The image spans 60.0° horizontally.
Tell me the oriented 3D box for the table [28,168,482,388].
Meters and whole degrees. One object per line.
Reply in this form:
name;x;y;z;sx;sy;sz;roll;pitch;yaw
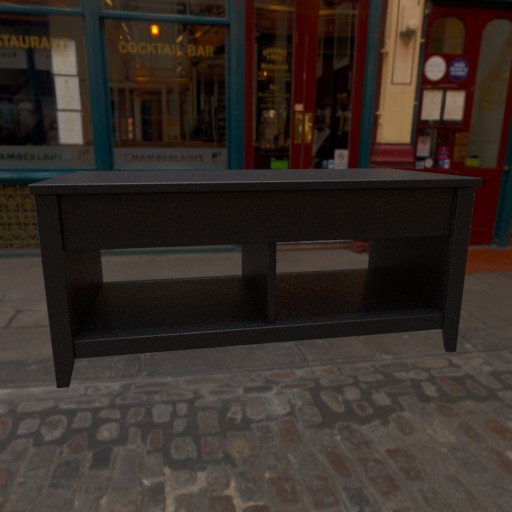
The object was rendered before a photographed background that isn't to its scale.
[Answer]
table;0.000;0.000;1.260;1.016;0.457;0.483;-3;14;-10
